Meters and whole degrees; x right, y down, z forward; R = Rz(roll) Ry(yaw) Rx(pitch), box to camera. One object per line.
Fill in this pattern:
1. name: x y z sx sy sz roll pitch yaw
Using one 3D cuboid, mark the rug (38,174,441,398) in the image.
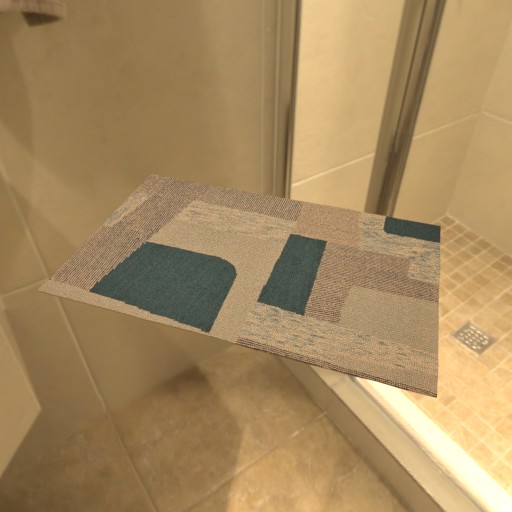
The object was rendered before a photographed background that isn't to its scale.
1. rug: 0.000 0.000 3.079 2.436 0.015 1.521 12 42 14
